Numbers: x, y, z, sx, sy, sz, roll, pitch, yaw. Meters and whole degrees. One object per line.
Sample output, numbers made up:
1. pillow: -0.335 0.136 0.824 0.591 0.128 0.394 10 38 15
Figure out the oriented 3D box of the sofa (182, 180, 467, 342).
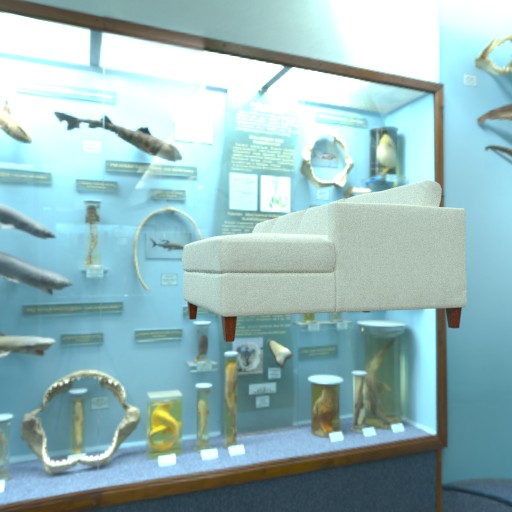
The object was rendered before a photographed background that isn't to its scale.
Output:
1. sofa: 0.000 0.000 4.114 1.606 0.954 3.471 0 -1 -19
